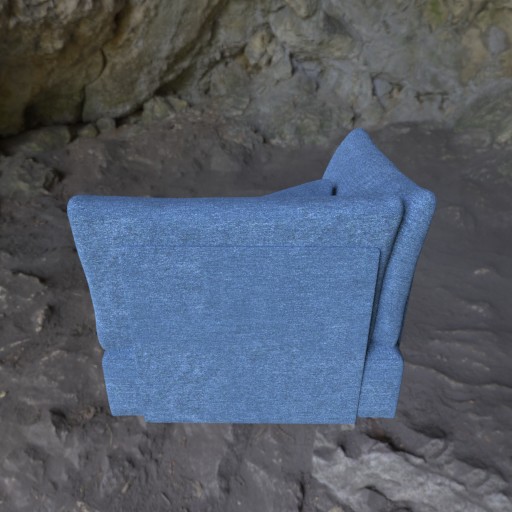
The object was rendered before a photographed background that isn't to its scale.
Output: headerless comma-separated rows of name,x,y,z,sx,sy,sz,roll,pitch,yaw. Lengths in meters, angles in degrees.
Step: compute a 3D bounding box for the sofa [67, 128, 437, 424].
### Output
sofa,0.000,0.000,1.745,1.000,0.820,1.000,0,27,1
